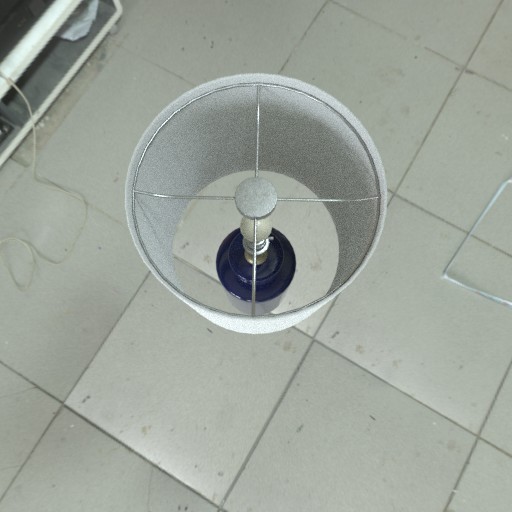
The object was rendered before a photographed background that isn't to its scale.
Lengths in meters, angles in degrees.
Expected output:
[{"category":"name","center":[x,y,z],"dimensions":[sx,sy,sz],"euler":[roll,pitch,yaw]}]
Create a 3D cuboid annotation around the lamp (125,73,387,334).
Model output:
[{"category":"lamp","center":[0.000,0.000,0.597],"dimensions":[0.212,0.493,0.212],"euler":[1,77,0]}]
